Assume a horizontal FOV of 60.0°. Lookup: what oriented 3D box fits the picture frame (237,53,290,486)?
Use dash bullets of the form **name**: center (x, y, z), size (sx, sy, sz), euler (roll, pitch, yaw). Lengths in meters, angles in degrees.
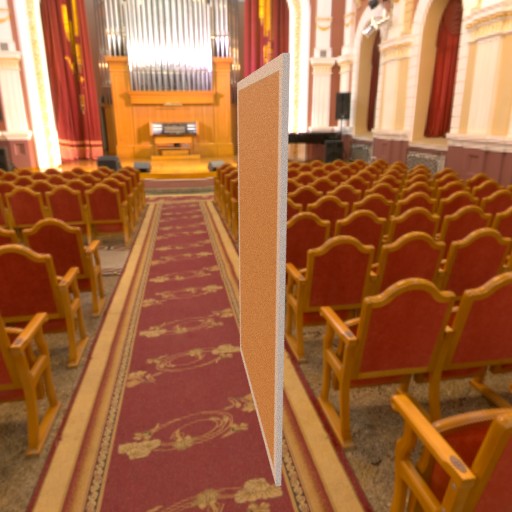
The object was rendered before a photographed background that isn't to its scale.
- **picture frame**: center (0.000, 0.000, 1.222), size (0.013, 0.940, 0.659), euler (-3, 17, -9)
